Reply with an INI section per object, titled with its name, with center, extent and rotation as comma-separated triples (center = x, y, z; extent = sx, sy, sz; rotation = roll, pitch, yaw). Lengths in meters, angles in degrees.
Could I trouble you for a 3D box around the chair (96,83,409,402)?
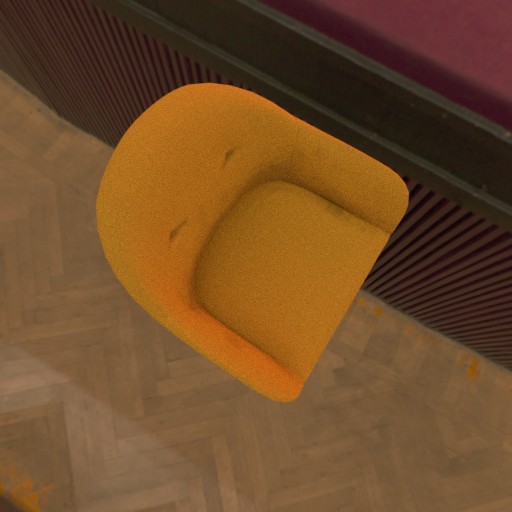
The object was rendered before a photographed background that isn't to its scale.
[chair]
center = 0.000, 0.000, 1.144
extent = 0.565, 0.775, 0.545
rotation = 32, 79, 7
